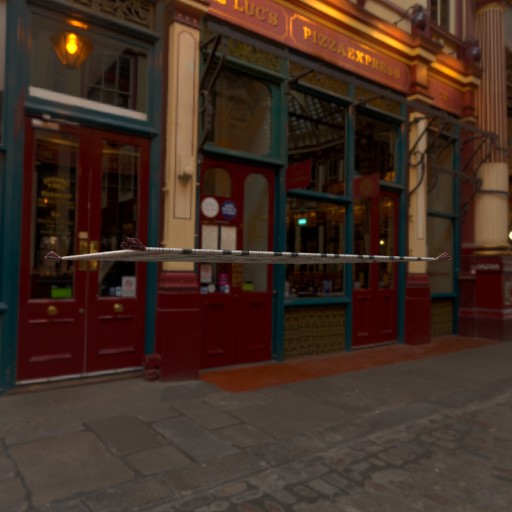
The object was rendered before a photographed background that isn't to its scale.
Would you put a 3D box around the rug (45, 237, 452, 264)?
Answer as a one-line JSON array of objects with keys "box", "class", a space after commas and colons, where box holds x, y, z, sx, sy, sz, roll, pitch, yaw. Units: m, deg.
[{"box": [0.000, 0.000, 3.383, 2.672, 0.066, 1.741, 2, -3, -37], "class": "rug"}]
